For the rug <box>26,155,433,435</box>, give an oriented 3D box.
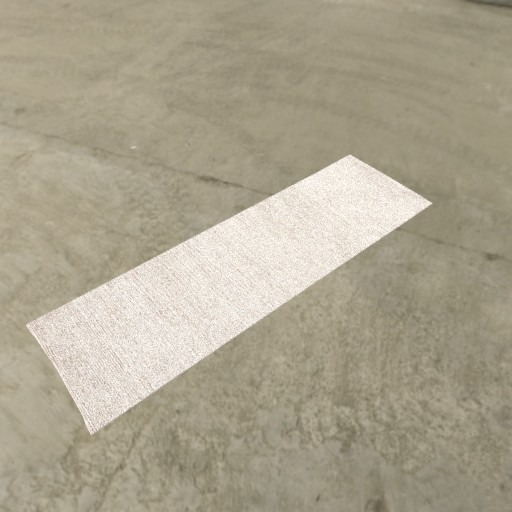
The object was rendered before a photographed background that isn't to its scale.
[{"bbox_3d":[0.000,0.000,2.505,2.346,0.013,0.712,-31,54,-26],"label":"rug"}]
